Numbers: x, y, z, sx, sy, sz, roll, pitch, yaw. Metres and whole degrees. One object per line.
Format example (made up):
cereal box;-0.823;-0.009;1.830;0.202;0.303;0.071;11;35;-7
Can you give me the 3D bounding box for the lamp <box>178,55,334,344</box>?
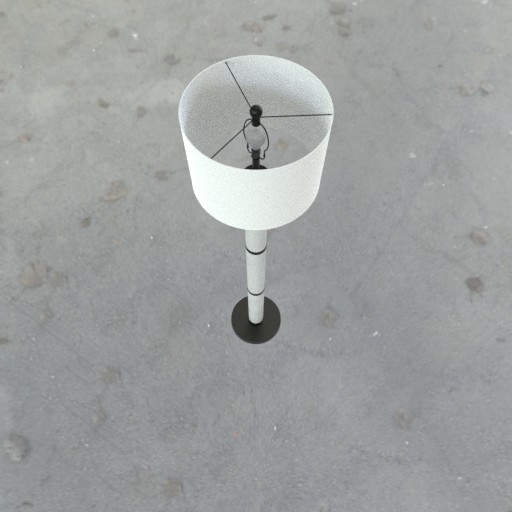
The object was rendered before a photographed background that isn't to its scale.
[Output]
lamp;0.000;0.000;1.780;0.377;1.599;0.377;32;67;15
